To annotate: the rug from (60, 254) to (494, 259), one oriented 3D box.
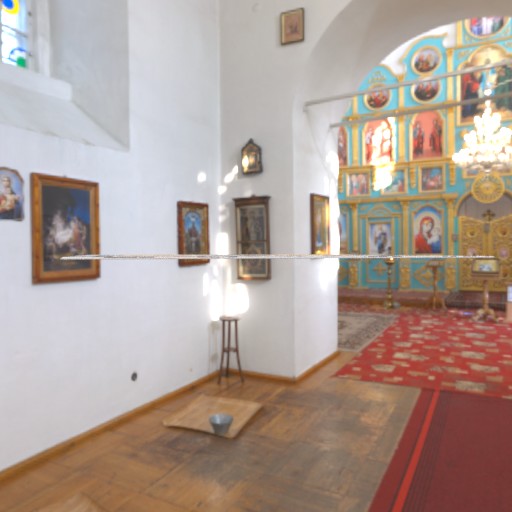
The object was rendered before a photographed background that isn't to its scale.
[{"bbox_3d":[0.000,0.000,4.058,3.040,0.014,2.423,0,0,-17],"label":"rug"}]
